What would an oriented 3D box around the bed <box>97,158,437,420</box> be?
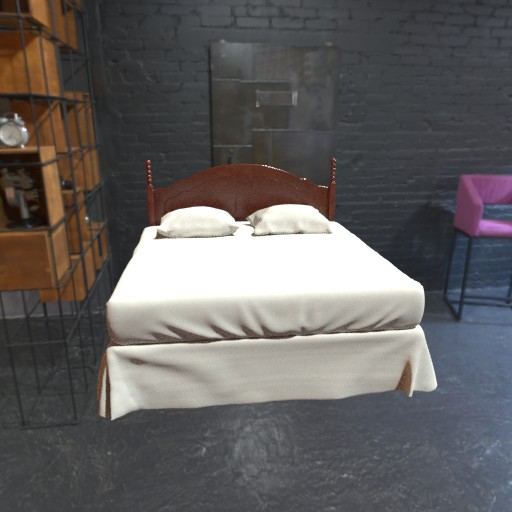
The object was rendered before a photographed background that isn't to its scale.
[{"bbox_3d":[0.000,0.000,3.608,2.322,1.355,2.219,-2,17,-6],"label":"bed"}]
